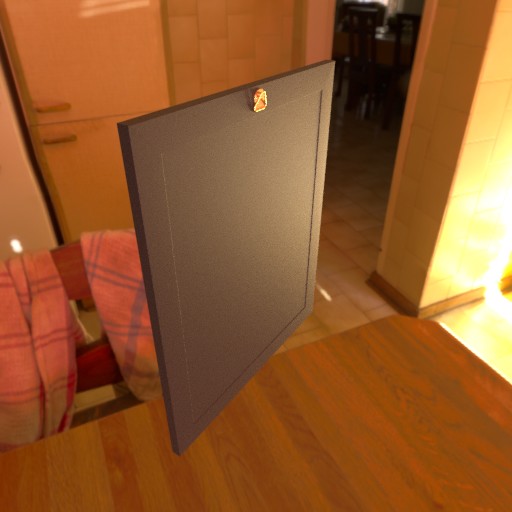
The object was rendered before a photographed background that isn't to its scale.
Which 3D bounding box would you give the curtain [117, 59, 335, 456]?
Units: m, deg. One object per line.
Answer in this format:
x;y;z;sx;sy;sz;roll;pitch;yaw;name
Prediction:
0.000;0.000;0.793;0.027;0.585;0.483;21;38;29;curtain
